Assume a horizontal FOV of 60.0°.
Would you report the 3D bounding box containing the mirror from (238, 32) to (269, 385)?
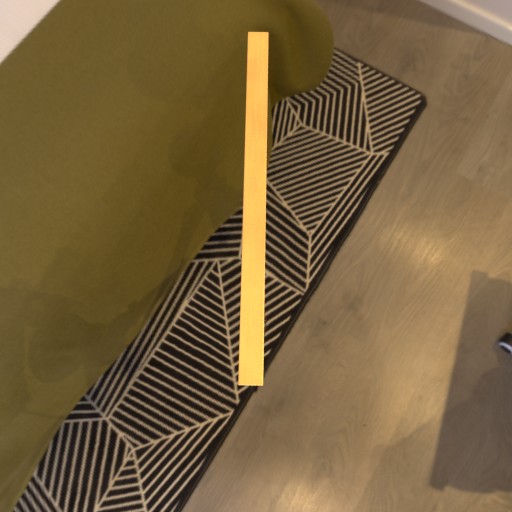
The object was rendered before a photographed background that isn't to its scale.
[{"bbox_3d":[0.000,0.000,1.169,0.041,0.915,0.609,1,77,0],"label":"mirror"}]
